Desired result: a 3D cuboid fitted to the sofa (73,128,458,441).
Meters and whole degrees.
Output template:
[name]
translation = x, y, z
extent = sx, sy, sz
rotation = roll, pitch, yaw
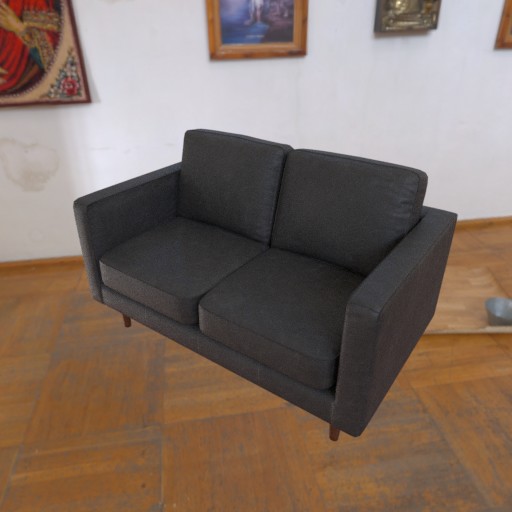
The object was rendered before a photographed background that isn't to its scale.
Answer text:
[sofa]
translation = 0.000, 0.000, 1.991
extent = 1.430, 0.899, 0.879
rotation = 19, 34, 31
